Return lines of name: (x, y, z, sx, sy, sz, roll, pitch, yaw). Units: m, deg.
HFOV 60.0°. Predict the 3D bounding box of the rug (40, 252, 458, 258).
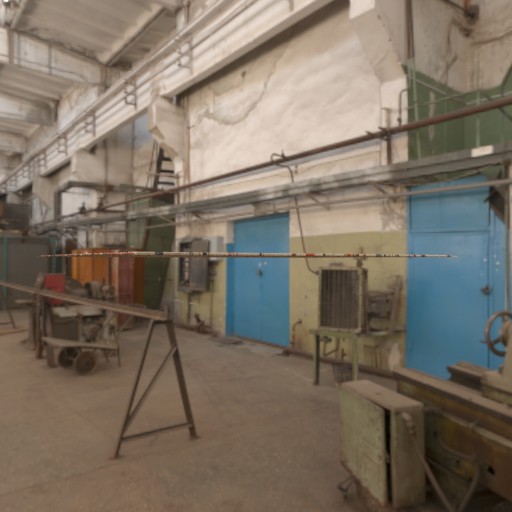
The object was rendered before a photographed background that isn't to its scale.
rug: (0.000, 0.000, 2.440, 1.997, 0.010, 1.218, 0, -1, -36)
